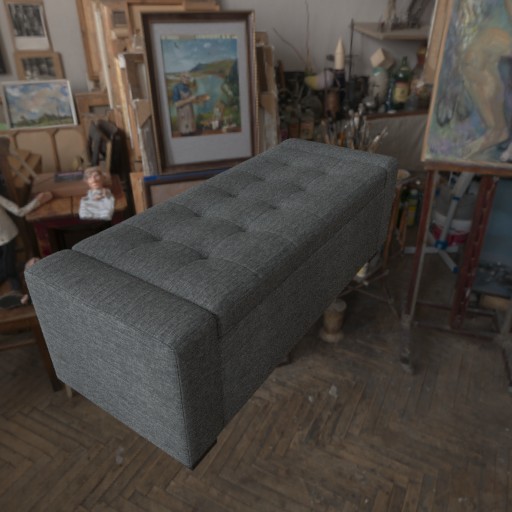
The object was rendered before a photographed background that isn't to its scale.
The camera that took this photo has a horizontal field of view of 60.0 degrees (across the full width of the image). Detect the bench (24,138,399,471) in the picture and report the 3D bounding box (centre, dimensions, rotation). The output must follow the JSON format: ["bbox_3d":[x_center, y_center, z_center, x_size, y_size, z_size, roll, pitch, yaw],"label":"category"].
[{"bbox_3d":[0.000,0.000,1.513,0.508,0.445,1.296,19,37,28],"label":"bench"}]
